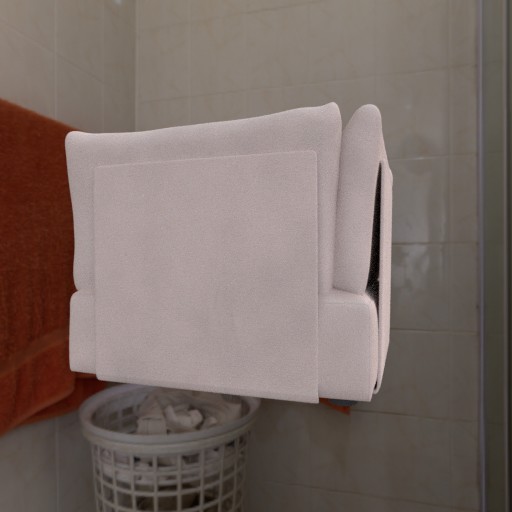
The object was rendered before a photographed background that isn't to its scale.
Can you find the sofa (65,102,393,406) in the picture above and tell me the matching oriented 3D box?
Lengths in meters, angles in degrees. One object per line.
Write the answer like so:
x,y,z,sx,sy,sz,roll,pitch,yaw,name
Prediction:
0.000,0.000,1.735,1.000,0.820,1.000,0,0,19,sofa
